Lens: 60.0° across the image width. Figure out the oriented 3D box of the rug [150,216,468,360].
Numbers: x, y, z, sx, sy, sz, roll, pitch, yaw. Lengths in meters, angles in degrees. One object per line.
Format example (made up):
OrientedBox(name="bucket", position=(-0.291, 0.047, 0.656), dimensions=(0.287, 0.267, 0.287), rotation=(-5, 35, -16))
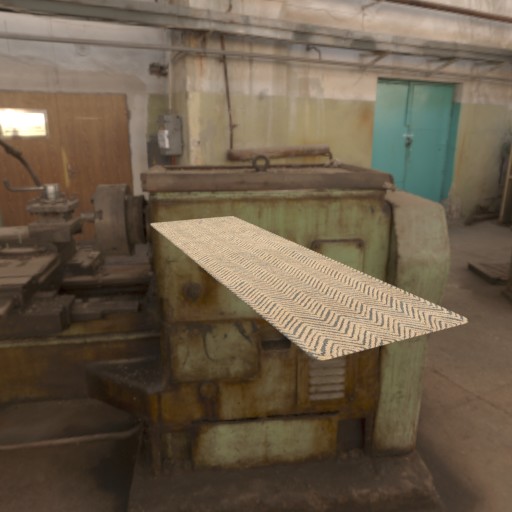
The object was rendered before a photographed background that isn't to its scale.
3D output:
OrientedBox(name="rug", position=(0.000, 0.000, 2.500), dimensions=(0.686, 0.008, 2.286), rotation=(-8, 18, -25))
